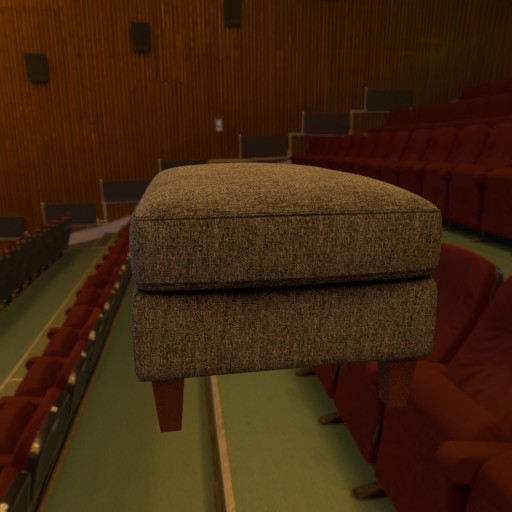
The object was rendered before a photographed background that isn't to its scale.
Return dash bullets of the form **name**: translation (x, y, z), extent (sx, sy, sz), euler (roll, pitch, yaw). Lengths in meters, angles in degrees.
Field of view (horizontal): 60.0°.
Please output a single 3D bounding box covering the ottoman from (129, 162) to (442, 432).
- **ottoman**: translation (0.000, 0.000, 1.202), extent (0.584, 0.483, 0.864), euler (-3, 15, -10)
